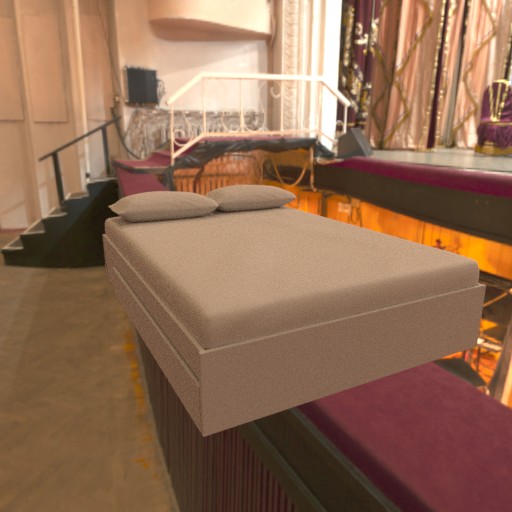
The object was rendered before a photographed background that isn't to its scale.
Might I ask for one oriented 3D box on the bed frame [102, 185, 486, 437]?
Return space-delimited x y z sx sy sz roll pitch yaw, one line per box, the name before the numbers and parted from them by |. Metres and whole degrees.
bed frame | 0.000 0.000 2.612 1.450 0.629 1.950 -8 18 -27
